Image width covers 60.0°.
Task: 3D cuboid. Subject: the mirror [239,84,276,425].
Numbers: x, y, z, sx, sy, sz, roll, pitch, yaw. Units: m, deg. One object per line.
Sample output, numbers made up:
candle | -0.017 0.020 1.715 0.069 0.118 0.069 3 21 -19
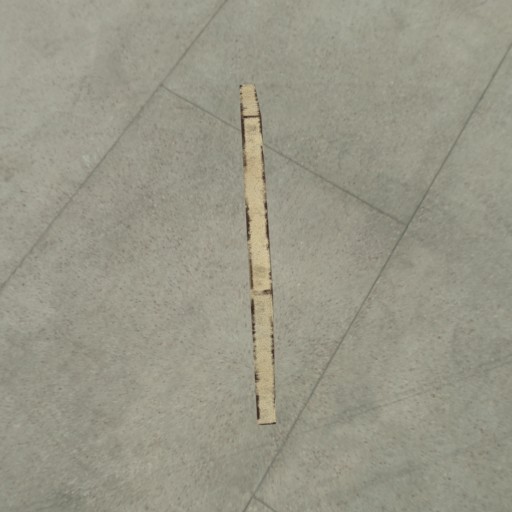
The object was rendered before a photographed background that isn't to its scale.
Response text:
mirror | 0.000 0.000 0.945 0.031 0.648 0.648 -3 76 -1
